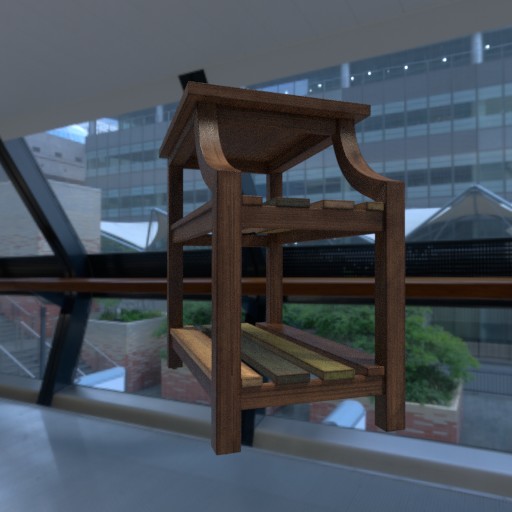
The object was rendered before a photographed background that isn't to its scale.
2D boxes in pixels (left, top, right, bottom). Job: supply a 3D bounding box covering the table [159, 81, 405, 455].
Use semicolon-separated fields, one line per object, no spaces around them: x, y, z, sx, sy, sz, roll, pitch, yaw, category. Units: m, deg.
0.000;0.000;0.965;0.356;0.584;0.609;0;-1;-18;table
